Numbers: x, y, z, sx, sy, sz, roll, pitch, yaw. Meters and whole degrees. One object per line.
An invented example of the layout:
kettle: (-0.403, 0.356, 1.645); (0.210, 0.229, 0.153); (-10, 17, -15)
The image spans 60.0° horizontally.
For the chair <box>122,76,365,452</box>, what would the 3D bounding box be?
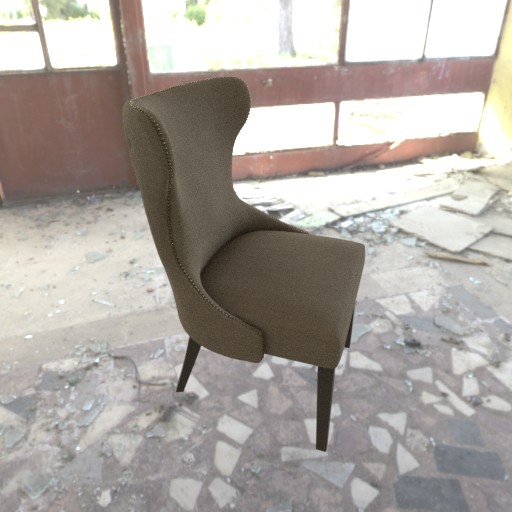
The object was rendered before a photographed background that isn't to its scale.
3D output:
chair: (0.000, 0.000, 1.380); (0.635, 0.967, 0.628); (10, 31, 16)
